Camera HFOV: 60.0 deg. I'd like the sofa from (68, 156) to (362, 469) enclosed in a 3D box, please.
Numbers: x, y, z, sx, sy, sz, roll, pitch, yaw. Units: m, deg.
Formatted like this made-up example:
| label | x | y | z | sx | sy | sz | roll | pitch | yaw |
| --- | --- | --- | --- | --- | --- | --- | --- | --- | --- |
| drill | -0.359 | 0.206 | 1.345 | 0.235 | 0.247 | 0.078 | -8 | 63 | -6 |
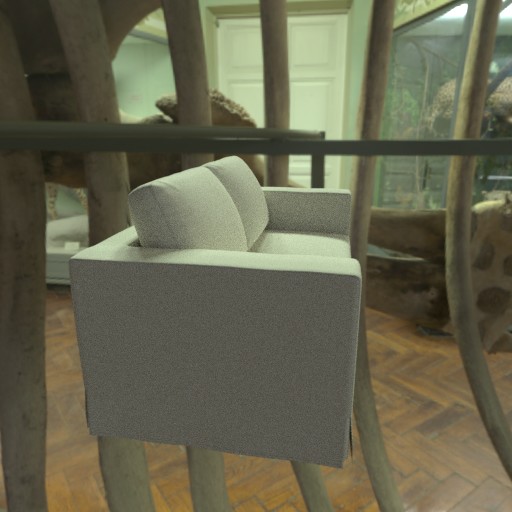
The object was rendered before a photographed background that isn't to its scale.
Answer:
| label | x | y | z | sx | sy | sz | roll | pitch | yaw |
| --- | --- | --- | --- | --- | --- | --- | --- | --- | --- |
| sofa | 0.000 | 0.000 | 2.319 | 1.009 | 0.932 | 1.813 | 3 | 17 | 10 |
